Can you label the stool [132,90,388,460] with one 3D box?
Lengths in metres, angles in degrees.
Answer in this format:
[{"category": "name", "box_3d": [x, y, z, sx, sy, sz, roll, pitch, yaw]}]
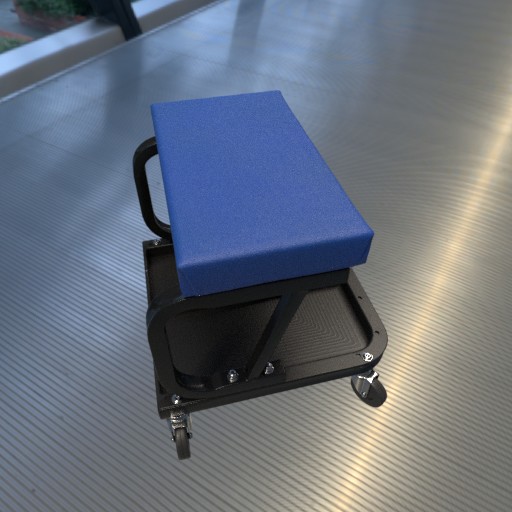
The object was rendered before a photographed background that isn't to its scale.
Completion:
[{"category": "stool", "box_3d": [0.000, 0.000, 0.714, 0.371, 0.380, 0.446, -10, 45, -10]}]
